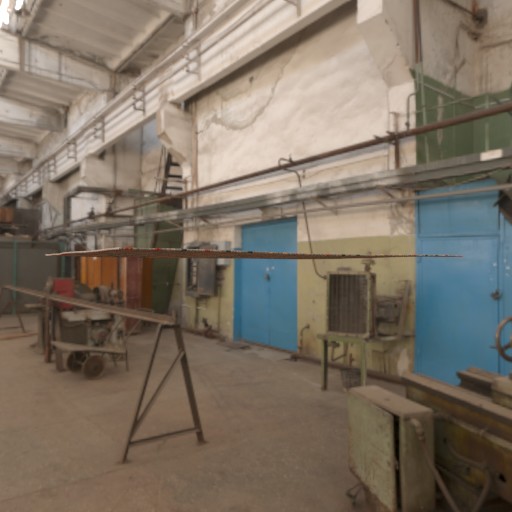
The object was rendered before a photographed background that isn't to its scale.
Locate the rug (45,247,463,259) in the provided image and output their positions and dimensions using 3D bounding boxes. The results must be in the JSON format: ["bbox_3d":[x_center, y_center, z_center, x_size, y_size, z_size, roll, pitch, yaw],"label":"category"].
[{"bbox_3d":[0.000,0.000,2.326,1.835,0.017,1.220,1,-1,-35],"label":"rug"}]
